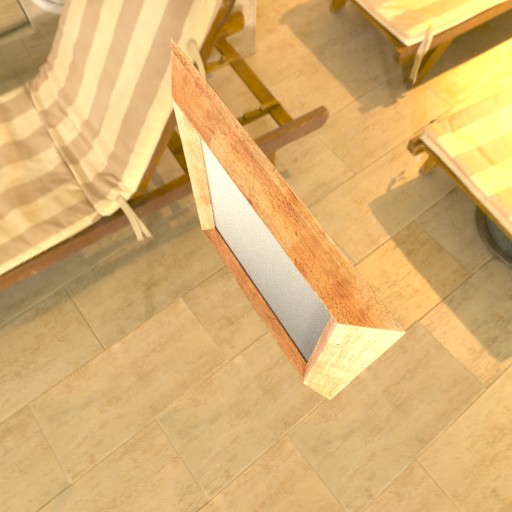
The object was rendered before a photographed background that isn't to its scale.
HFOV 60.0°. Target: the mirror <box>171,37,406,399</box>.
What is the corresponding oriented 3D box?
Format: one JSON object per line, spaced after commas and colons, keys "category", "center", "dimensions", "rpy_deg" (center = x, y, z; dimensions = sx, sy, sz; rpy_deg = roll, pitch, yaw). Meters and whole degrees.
{"category": "mirror", "center": [0.000, 0.000, 0.978], "dimensions": [0.047, 0.651, 0.651], "rpy_deg": [-30, 68, -13]}
